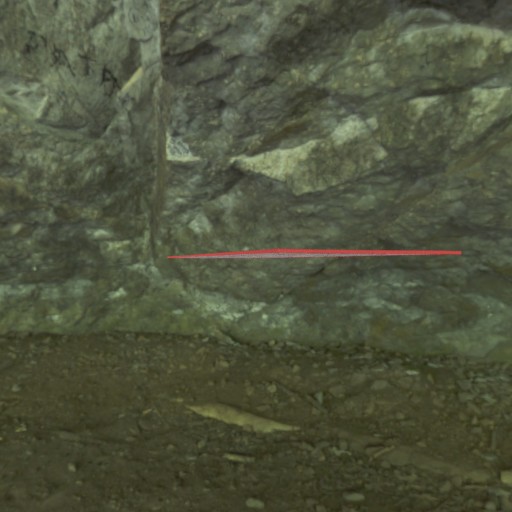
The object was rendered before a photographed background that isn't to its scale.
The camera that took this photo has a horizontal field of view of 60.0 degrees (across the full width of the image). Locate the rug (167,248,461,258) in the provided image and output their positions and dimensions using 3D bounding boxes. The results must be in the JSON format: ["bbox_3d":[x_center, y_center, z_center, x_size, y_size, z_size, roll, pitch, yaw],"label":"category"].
[{"bbox_3d":[0.000,0.000,2.448,0.659,0.015,2.292,0,-1,-19],"label":"rug"}]
